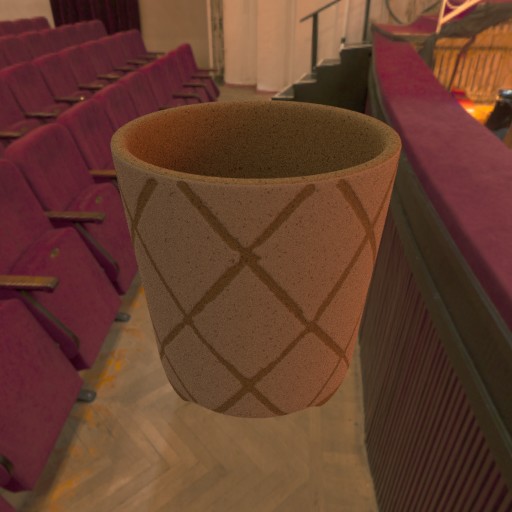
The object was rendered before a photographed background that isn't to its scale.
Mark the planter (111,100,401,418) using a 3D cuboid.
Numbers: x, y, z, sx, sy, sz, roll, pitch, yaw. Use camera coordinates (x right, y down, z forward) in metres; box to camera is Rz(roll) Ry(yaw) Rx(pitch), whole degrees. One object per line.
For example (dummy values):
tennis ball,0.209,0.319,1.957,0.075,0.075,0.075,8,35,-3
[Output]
planter,0.000,0.000,0.352,0.191,0.199,0.191,0,31,0
